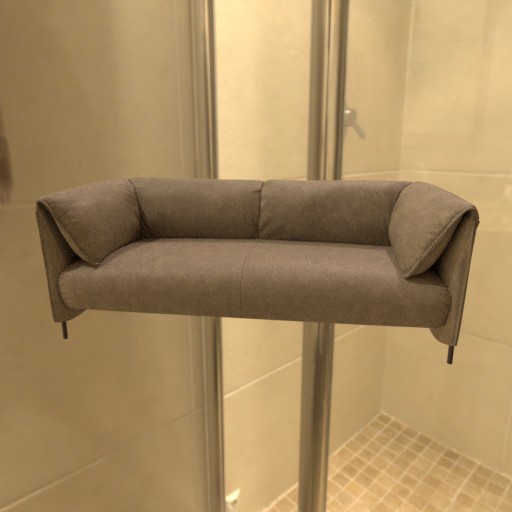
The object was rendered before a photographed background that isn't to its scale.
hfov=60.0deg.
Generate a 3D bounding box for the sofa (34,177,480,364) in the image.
[{"bbox_3d":[0.000,0.000,2.305,1.878,0.747,0.905,2,14,8],"label":"sofa"}]
